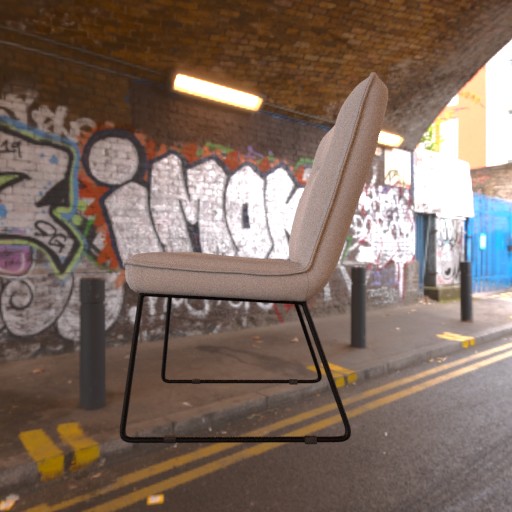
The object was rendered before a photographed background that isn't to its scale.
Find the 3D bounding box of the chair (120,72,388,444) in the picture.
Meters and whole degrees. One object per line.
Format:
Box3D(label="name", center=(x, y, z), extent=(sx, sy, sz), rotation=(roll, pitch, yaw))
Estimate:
Box3D(label="chair", center=(0.000, 0.000, 1.351), extent=(0.688, 0.930, 0.515), rotation=(0, 1, 0))
